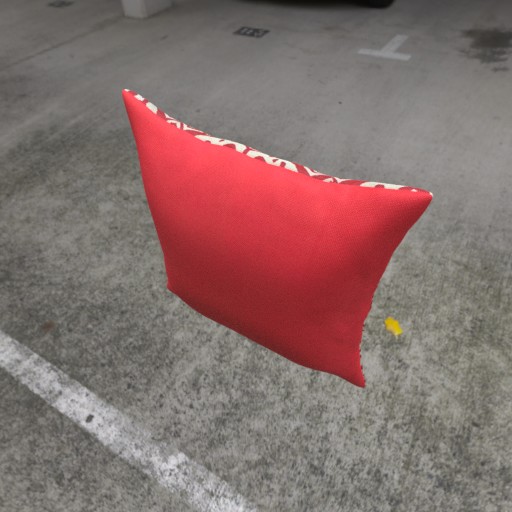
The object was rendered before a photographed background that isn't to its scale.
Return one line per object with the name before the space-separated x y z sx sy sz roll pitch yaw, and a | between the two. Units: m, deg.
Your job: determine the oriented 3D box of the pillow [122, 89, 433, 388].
pillow | 0.000 0.000 0.820 0.522 0.507 0.192 24 51 21
